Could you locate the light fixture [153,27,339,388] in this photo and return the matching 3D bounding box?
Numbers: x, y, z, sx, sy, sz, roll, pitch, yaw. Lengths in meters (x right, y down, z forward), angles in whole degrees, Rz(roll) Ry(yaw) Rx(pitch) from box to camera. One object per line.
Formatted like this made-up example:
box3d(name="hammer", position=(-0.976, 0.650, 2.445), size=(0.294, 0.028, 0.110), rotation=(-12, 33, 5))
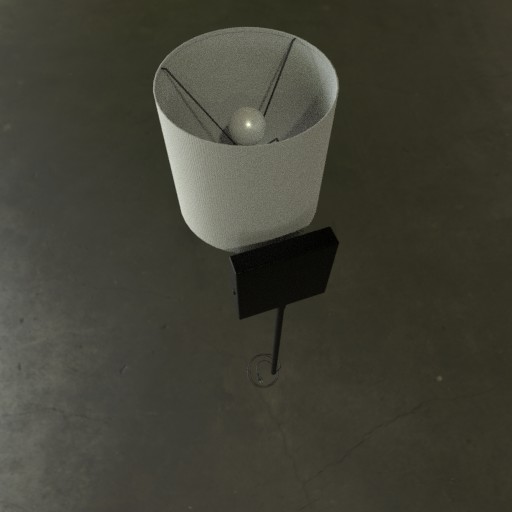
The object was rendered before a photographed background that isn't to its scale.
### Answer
box3d(name="light fixture", position=(0.000, 0.000, 0.687), size=(0.188, 0.589, 0.248), rotation=(-17, 60, -10))
